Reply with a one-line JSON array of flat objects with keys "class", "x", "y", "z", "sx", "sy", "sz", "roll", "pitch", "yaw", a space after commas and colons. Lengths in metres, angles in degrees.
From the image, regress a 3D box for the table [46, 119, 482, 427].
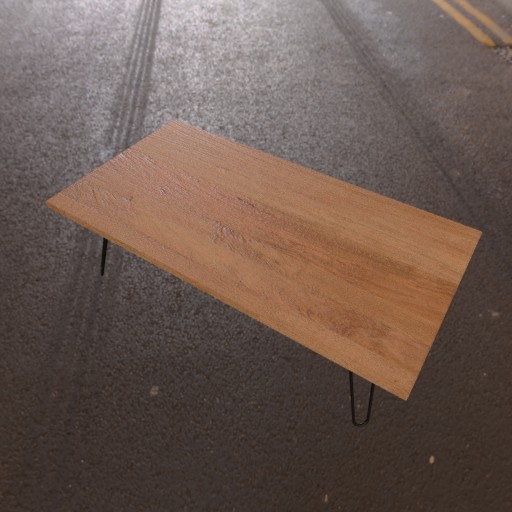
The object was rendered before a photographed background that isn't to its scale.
[{"class": "table", "x": 0.000, "y": 0.000, "z": 1.676, "sx": 1.348, "sy": 0.400, "sz": 0.699, "roll": 25, "pitch": 51, "yaw": 23}]
